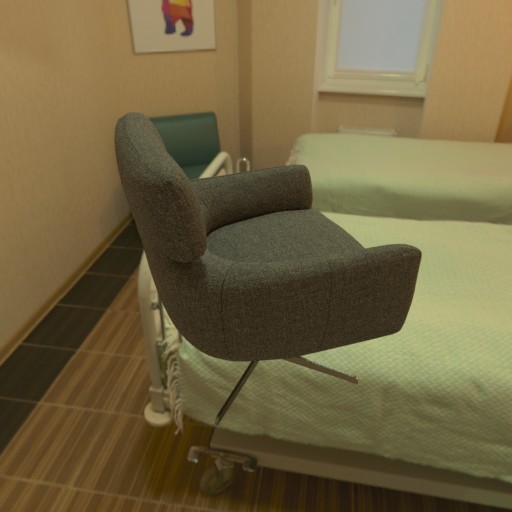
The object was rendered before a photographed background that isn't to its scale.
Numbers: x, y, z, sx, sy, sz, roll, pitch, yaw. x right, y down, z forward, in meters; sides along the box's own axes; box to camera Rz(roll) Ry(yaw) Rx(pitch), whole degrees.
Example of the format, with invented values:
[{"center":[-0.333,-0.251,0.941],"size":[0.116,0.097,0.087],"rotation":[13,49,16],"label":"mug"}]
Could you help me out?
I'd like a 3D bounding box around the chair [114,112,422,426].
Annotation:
[{"center":[0.000,0.000,1.348],"size":[0.715,0.812,0.706],"rotation":[-10,32,-17],"label":"chair"}]
